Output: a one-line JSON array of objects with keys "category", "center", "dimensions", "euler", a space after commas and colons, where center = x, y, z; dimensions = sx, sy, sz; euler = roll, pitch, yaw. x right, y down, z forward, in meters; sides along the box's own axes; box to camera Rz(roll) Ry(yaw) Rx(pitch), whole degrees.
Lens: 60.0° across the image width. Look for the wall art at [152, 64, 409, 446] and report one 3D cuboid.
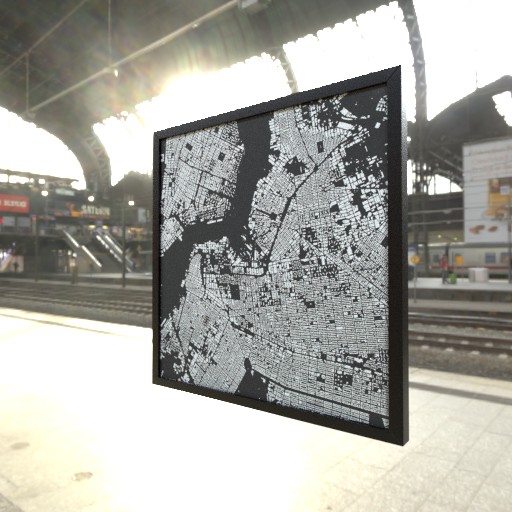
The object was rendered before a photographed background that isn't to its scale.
[{"category": "wall art", "center": [0.000, 0.000, 1.122], "dimensions": [0.755, 0.761, 0.038], "euler": [-1, -1, 37]}]
